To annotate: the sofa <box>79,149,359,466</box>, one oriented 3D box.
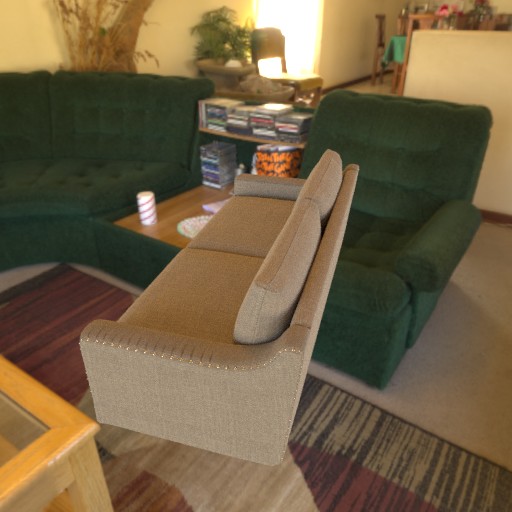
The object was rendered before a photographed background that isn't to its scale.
[{"bbox_3d":[0.000,0.000,2.723,1.000,0.857,2.208,8,30,14],"label":"sofa"}]
